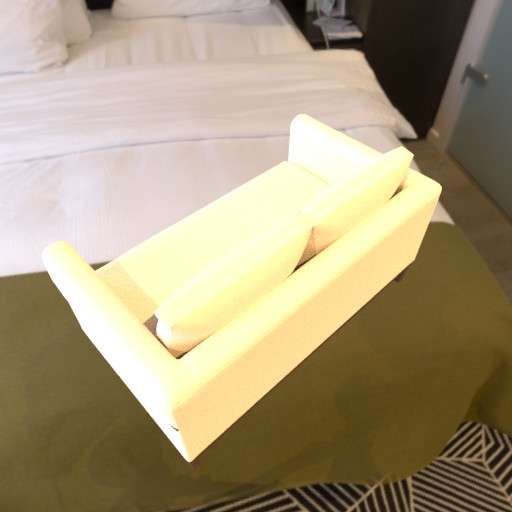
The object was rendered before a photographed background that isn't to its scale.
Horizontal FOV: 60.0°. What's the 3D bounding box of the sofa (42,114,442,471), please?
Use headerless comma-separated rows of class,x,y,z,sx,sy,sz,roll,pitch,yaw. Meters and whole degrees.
sofa,0.000,0.000,2.113,1.598,0.873,0.905,-35,56,-28
